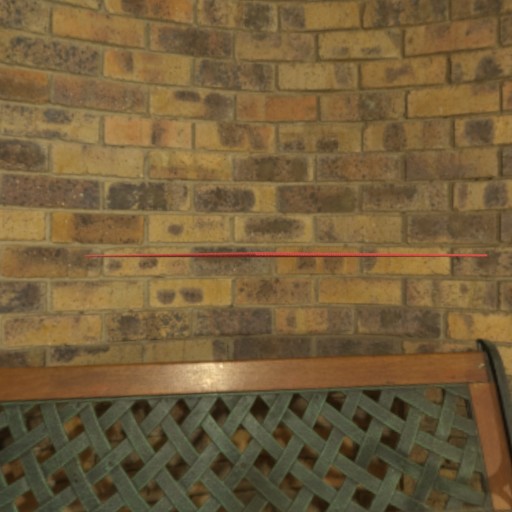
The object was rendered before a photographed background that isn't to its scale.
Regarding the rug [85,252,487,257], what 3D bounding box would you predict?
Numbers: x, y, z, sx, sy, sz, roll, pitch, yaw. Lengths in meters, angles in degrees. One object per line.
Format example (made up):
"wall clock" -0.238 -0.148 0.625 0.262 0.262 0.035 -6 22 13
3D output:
"rug" 0.000 0.000 2.907 1.593 0.013 2.211 0 0 -36
